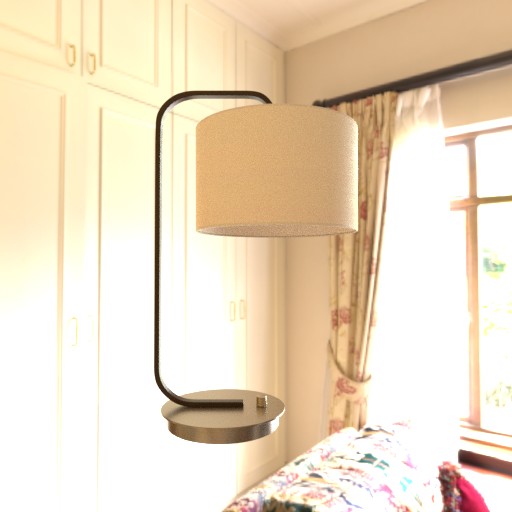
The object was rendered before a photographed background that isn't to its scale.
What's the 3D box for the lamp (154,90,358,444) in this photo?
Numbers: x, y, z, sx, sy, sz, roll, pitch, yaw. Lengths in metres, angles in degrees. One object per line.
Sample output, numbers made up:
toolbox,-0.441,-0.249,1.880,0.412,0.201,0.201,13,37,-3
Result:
lamp,0.000,0.000,0.635,0.288,0.473,0.230,0,-1,0
